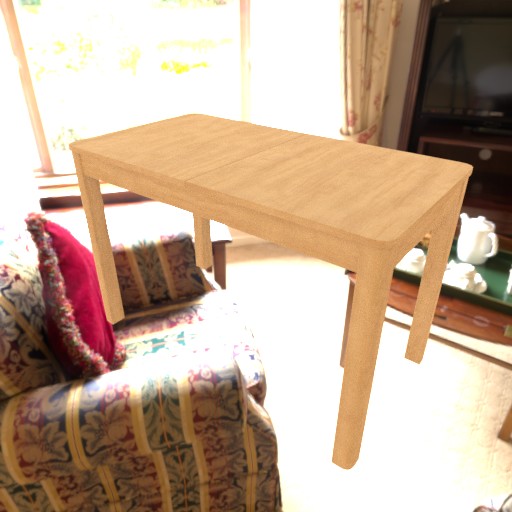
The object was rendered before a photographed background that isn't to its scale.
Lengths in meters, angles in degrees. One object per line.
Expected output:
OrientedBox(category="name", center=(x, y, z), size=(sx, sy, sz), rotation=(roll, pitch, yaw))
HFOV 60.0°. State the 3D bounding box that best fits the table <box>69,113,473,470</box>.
OrientedBox(category="table", center=(0.000, 0.000, 1.914), size=(1.400, 0.900, 0.750), rotation=(21, 36, 32))
